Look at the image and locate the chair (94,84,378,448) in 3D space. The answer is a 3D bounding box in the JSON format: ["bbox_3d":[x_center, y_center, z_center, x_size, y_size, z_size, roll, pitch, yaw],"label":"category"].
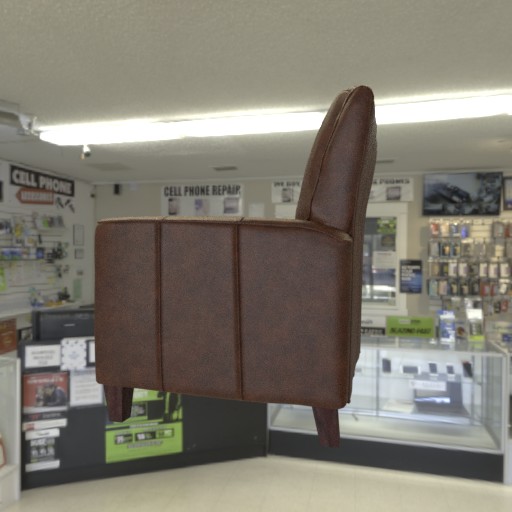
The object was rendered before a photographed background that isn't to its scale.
[{"bbox_3d":[0.000,0.000,1.613,0.850,1.010,0.839,0,0,16],"label":"chair"}]
